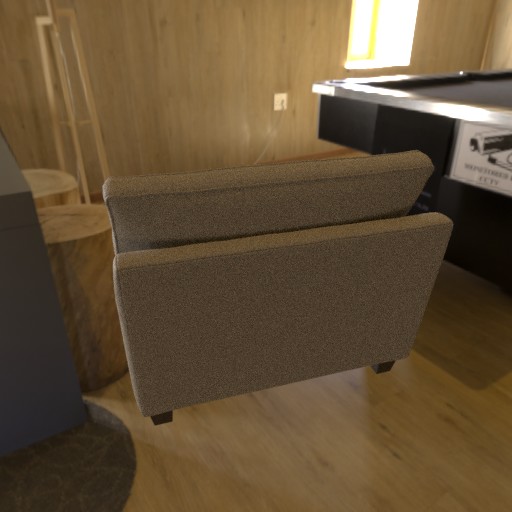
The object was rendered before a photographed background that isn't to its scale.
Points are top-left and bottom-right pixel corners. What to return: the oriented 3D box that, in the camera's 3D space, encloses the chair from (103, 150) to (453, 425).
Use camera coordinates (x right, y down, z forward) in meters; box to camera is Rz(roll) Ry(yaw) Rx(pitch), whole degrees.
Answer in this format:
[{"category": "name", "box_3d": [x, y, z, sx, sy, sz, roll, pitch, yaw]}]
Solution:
[{"category": "chair", "box_3d": [0.000, 0.000, 2.016, 1.220, 1.016, 1.040, -8, 29, -15]}]
